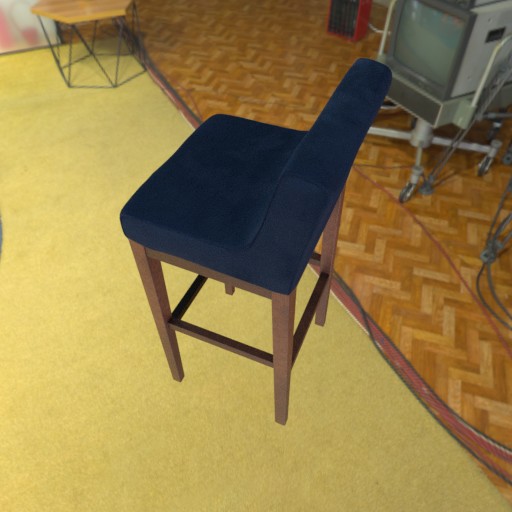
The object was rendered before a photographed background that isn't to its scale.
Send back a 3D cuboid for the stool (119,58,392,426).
[{"bbox_3d":[0.000,0.000,1.303,0.500,1.037,0.511,17,49,16],"label":"stool"}]
